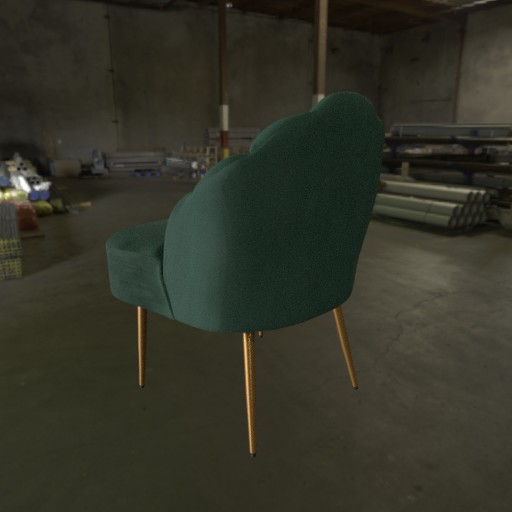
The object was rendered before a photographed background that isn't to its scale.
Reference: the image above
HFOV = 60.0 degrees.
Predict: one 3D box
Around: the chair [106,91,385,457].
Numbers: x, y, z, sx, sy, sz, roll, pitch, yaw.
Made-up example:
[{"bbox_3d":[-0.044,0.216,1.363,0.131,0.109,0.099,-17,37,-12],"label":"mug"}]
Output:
[{"bbox_3d":[0.000,0.000,1.227,0.657,0.819,0.599,-14,21,-42],"label":"chair"}]
